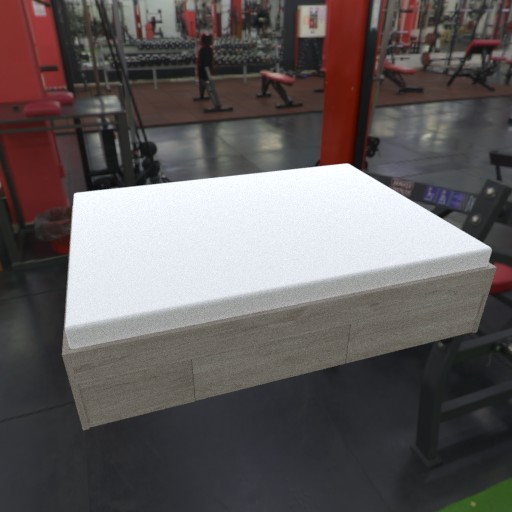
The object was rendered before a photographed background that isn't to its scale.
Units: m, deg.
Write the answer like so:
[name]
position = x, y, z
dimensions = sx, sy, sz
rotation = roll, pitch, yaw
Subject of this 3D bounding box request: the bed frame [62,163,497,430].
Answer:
[bed frame]
position = 0.000, 0.000, 2.523
dimensions = 1.944, 0.490, 1.448
rotation = -9, 30, -16
